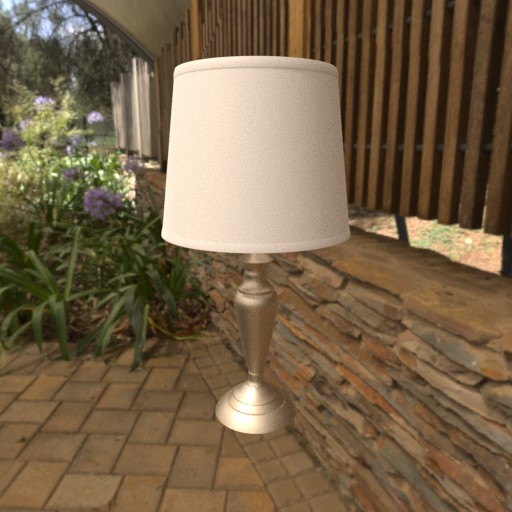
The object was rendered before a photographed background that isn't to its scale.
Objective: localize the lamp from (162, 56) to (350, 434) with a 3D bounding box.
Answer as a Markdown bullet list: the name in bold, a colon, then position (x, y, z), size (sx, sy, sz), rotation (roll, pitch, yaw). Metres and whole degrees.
- **lamp**: position (0.000, 0.000, 0.797), size (0.328, 0.619, 0.328), rotation (0, 14, 0)
